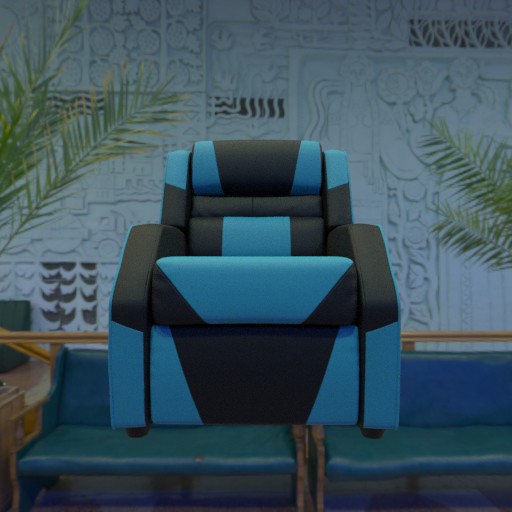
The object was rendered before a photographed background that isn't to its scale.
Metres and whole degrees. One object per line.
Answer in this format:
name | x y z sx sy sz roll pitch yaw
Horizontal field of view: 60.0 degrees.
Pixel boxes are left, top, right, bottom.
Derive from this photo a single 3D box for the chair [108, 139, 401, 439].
chair | 0.000 0.000 1.244 0.620 0.805 0.672 0 -1 1
